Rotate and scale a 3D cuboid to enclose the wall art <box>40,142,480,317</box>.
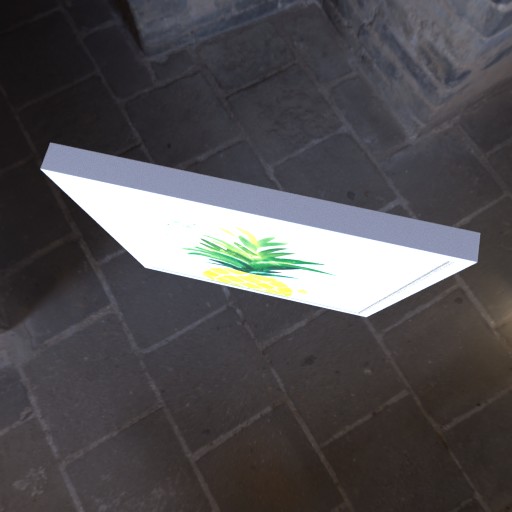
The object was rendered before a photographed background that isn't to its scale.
[{"bbox_3d":[0.000,0.000,0.752,0.508,0.507,0.035,12,76,3],"label":"wall art"}]
